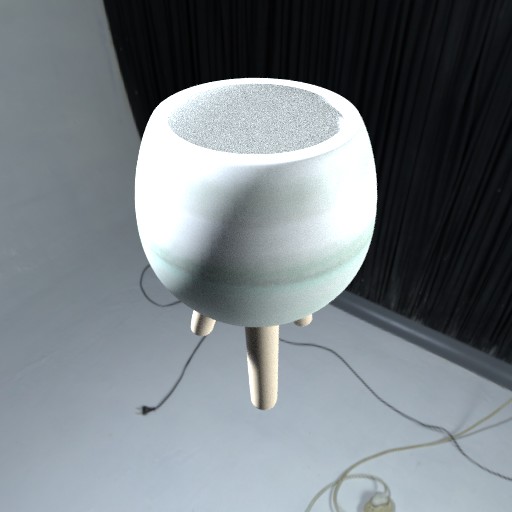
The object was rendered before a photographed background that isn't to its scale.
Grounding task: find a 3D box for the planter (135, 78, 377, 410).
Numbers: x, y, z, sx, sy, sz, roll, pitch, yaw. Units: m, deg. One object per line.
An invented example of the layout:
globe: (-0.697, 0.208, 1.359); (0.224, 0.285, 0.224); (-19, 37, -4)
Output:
planter: (0.000, 0.000, 0.336); (0.161, 0.224, 0.161); (0, 40, 0)
